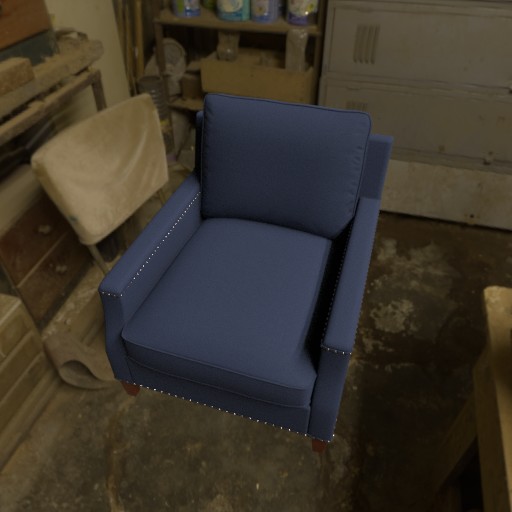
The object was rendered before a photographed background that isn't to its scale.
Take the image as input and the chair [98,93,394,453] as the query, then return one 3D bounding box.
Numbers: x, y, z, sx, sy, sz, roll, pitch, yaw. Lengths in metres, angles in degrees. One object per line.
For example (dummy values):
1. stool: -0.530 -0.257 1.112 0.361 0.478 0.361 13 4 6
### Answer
1. chair: 0.000 0.000 1.727 0.853 0.943 1.014 12 42 13
